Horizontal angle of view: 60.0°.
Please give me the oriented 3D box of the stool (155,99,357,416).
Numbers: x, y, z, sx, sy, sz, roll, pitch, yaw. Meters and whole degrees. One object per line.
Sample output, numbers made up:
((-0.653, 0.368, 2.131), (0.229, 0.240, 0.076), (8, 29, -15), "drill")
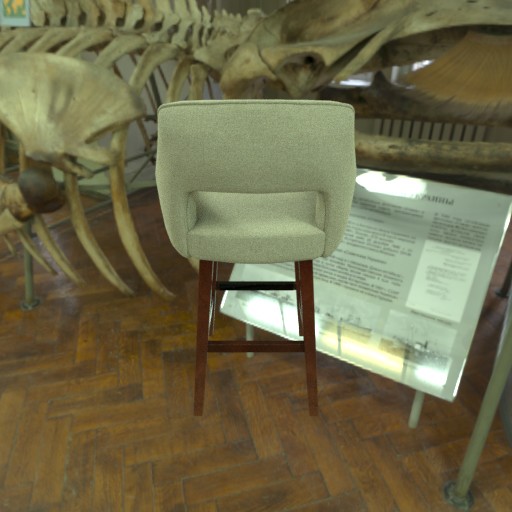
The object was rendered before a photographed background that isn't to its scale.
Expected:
((0.000, 0.000, 1.404), (0.550, 1.041, 0.560), (0, 30, 0), "stool")
